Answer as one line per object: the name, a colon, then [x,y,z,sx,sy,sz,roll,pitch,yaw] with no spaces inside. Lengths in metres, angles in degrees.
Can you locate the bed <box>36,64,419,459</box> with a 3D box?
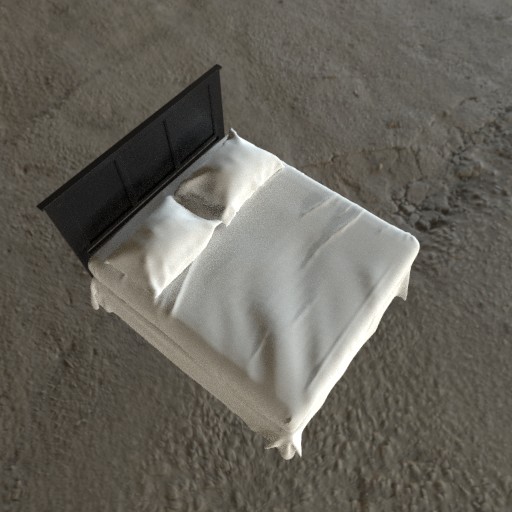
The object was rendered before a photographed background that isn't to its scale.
bed: [0.000,0.000,3.189,2.050,1.270,1.870,34,66,18]
